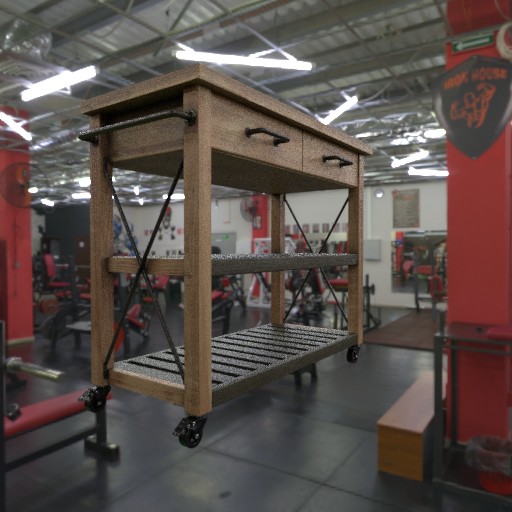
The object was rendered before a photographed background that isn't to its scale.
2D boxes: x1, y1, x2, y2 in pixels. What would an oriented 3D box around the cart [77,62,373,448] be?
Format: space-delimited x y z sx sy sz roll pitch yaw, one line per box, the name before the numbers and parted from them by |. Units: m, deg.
cart | 0.000 0.000 0.964 0.298 0.554 0.686 1 2 36
